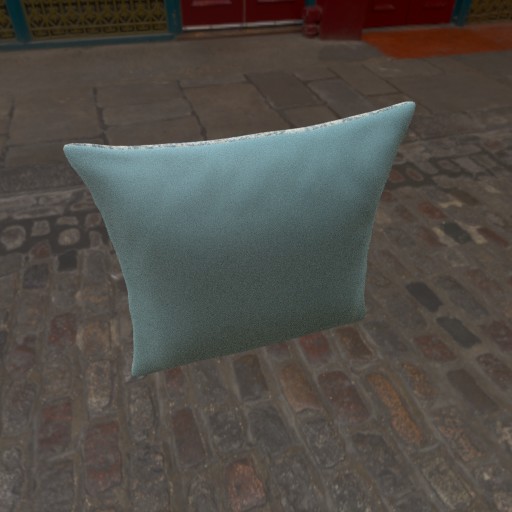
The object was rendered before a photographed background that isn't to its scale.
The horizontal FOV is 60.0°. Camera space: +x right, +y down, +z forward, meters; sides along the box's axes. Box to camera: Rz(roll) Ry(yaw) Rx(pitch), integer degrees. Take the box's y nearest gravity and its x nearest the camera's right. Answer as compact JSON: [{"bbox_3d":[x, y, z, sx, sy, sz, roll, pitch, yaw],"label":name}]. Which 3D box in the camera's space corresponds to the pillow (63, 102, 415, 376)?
[{"bbox_3d":[0.000,0.000,0.796,0.526,0.507,0.166,-11,41,-13],"label":"pillow"}]
